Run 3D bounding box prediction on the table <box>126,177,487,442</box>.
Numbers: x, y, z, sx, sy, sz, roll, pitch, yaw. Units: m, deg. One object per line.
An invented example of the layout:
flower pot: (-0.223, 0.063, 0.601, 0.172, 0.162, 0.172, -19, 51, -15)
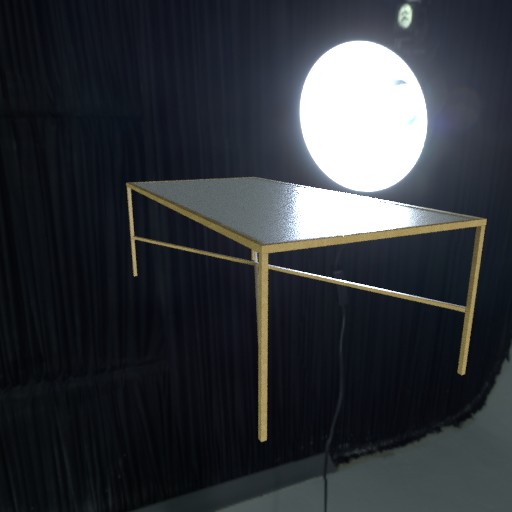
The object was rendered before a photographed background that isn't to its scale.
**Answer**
table: (0.000, 0.000, 1.463, 0.580, 0.398, 1.206, -7, 17, -26)
